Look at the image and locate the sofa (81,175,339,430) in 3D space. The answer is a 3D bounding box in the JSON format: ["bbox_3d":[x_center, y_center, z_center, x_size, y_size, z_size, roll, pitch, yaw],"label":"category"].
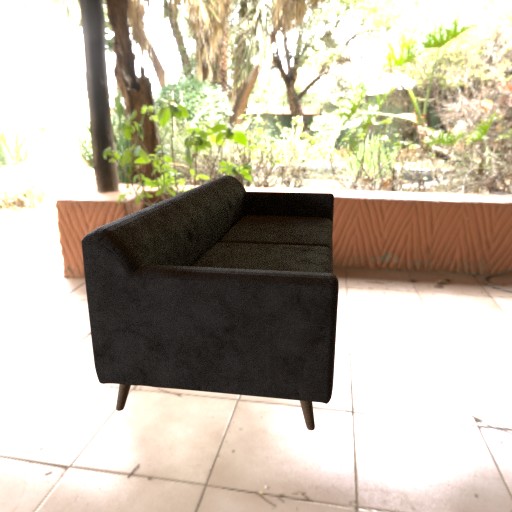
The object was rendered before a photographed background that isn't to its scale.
[{"bbox_3d":[0.000,0.000,2.596,0.900,0.740,2.190,3,16,9],"label":"sofa"}]
